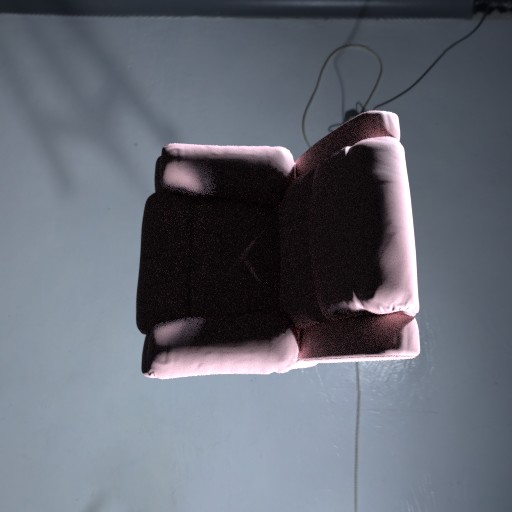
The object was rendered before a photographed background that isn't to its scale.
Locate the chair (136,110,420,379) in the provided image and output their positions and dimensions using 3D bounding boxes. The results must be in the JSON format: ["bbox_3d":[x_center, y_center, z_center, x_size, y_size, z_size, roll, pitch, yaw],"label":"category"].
[{"bbox_3d":[0.000,0.000,1.268,0.709,0.702,0.680,0,75,0],"label":"chair"}]
